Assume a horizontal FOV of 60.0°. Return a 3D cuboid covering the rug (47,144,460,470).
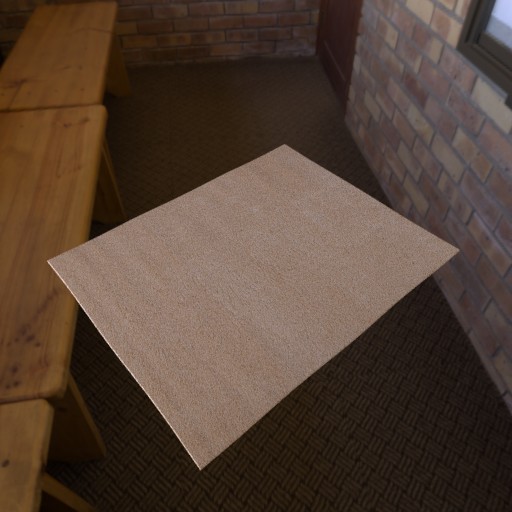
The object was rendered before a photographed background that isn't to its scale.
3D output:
[{"bbox_3d":[0.000,0.000,4.131,3.000,0.025,2.400,-32,54,-27],"label":"rug"}]
